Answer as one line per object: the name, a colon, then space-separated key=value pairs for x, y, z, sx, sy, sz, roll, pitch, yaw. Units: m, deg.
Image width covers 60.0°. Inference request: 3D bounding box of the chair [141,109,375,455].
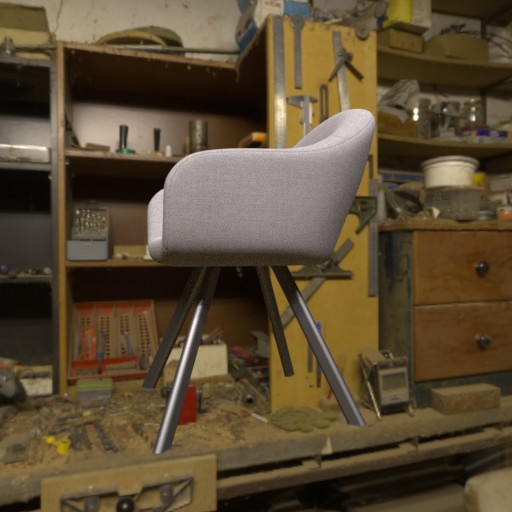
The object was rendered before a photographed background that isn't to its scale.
chair: x=0.000 y=0.000 z=1.175 sx=0.570 sy=0.780 sz=0.540 roll=0 pitch=1 yaw=-17
